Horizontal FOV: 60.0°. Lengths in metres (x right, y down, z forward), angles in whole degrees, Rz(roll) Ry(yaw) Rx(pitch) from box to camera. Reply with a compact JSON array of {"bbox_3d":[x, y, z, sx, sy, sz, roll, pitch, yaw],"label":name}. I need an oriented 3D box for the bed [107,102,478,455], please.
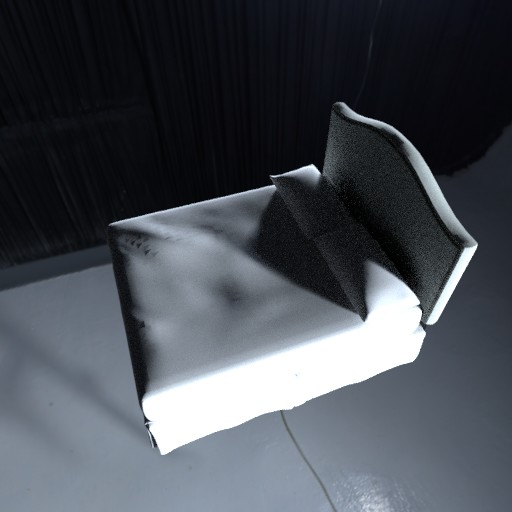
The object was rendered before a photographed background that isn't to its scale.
[{"bbox_3d":[0.000,0.000,3.339,2.180,1.607,1.813,-15,50,-13],"label":"bed"}]
